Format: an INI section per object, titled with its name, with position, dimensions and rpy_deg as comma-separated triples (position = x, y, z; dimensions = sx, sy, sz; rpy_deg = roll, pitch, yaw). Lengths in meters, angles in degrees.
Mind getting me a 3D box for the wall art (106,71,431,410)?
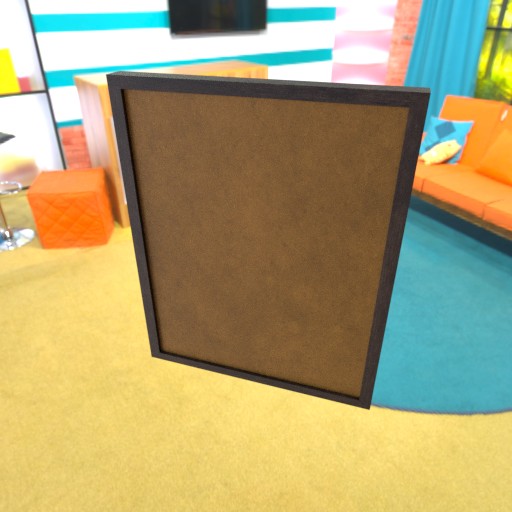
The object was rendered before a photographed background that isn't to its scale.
[wall art]
position = 0.000, 0.000, 0.545
dimensions = 0.329, 0.406, 0.027
rpy_deg = 9, 32, 15
